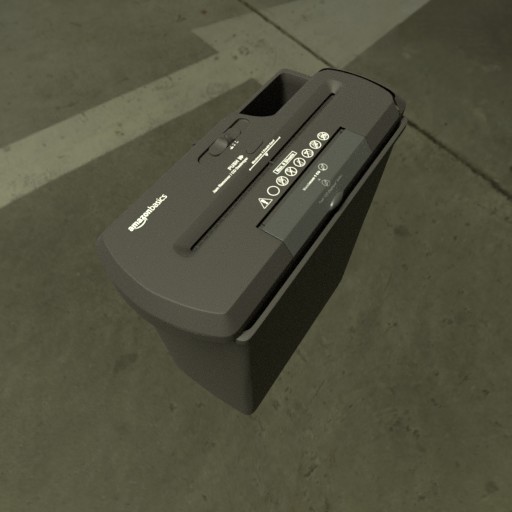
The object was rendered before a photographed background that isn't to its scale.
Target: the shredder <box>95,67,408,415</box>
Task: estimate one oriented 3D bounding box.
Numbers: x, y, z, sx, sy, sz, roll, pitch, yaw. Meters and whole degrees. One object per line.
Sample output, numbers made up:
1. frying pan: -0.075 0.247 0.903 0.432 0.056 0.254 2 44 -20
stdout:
1. shredder: 0.000 0.000 0.512 0.170 0.335 0.320 30 62 18
